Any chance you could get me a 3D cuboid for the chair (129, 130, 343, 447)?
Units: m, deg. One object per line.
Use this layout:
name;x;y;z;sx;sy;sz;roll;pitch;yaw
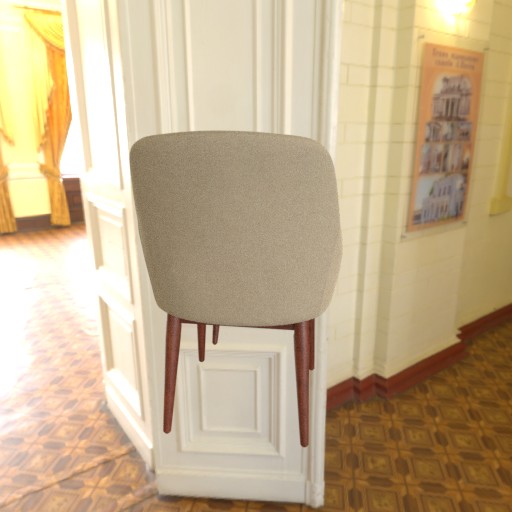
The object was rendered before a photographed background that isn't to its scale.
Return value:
chair;0.000;0.000;1.585;0.584;0.866;1.114;2;16;8
